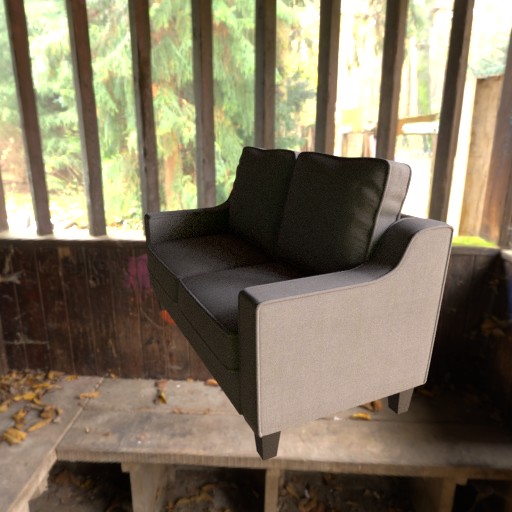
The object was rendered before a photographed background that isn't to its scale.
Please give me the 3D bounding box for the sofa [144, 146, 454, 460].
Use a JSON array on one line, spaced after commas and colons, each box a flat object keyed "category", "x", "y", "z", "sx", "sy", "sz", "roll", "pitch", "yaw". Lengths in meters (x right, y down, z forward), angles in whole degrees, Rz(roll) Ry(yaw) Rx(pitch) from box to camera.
[{"category": "sofa", "x": 0.000, "y": 0.000, "z": 2.060, "sx": 0.791, "sy": 0.948, "sz": 1.500, "roll": -8, "pitch": 18, "yaw": -24}]
